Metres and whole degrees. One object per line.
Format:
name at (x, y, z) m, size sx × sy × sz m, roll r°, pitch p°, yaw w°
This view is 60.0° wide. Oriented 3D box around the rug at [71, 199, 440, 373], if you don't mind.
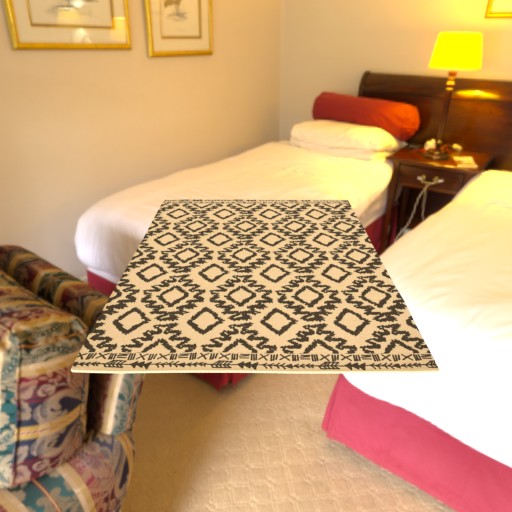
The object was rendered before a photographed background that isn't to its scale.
rug at (0.000, 0.000, 4.388) m, size 2.444 × 0.036 × 3.369 m, roll 0°, pitch 27°, yaw 0°
